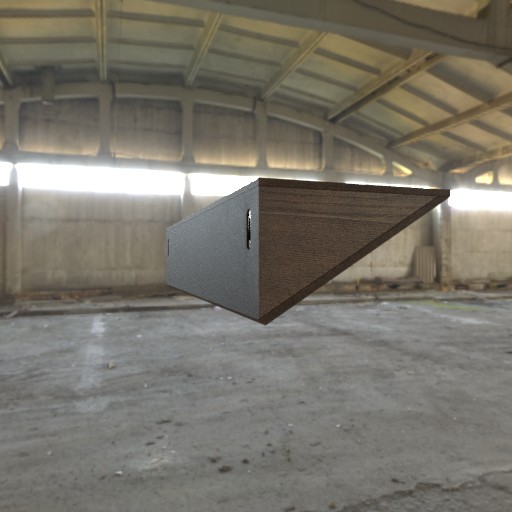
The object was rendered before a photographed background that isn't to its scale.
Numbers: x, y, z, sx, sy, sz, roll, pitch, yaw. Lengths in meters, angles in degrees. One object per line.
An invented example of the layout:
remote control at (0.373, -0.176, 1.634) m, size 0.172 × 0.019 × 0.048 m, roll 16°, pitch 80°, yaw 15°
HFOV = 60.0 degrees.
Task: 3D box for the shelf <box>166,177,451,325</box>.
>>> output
shelf at (0.000, 0.000, 0.692) m, size 0.200 × 0.125 × 0.610 m, roll 0°, pitch -1°, yaw -19°
